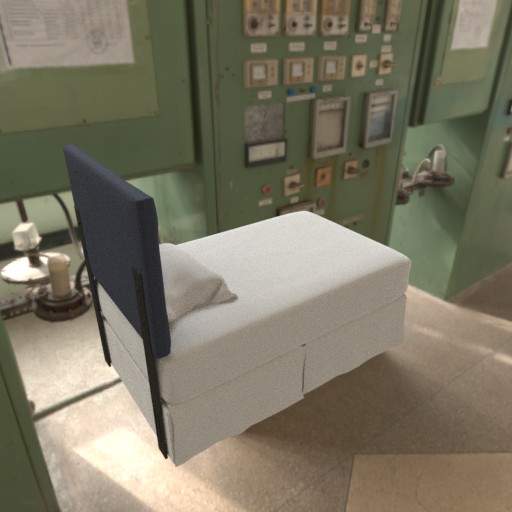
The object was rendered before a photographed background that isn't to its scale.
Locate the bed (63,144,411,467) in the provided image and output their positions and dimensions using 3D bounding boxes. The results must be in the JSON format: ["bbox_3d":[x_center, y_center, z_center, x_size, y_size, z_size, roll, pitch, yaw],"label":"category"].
[{"bbox_3d":[0.000,0.000,3.029,1.997,1.571,1.261,-18,32,-31],"label":"bed"}]
